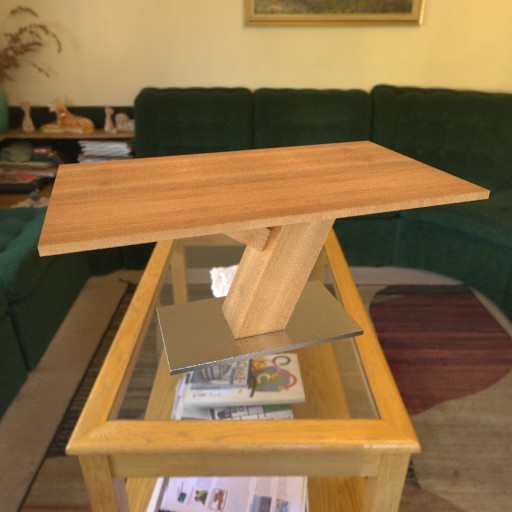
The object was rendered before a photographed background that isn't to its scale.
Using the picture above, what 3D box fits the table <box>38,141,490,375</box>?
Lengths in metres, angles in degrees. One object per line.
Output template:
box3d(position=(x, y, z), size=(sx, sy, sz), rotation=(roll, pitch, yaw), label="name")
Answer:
box3d(position=(0.000, 0.000, 2.035), size=(1.600, 0.750, 0.900), rotation=(-8, 28, -16), label="table")
